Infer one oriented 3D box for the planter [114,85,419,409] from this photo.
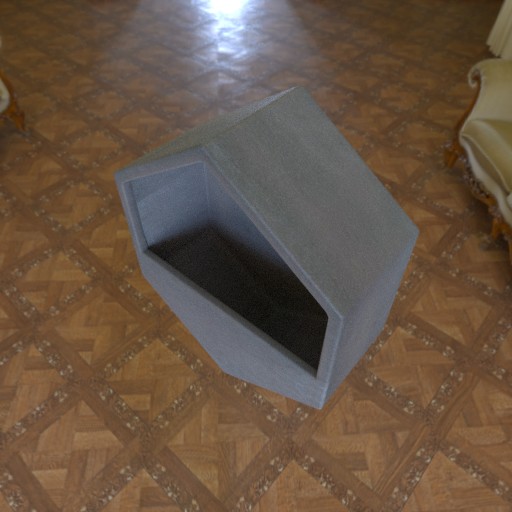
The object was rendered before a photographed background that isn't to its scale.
[{"bbox_3d":[0.000,0.000,0.293,0.169,0.206,0.077,32,55,26],"label":"planter"}]
